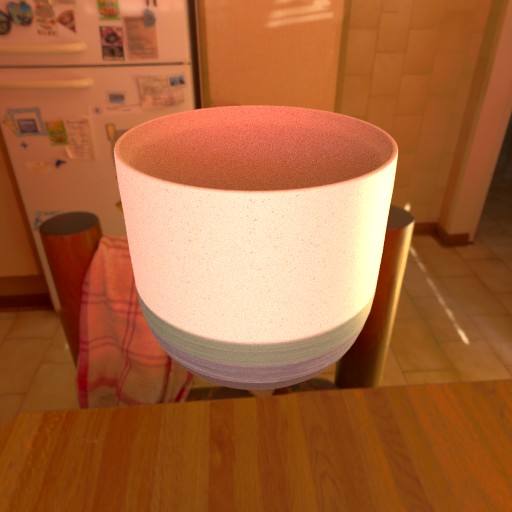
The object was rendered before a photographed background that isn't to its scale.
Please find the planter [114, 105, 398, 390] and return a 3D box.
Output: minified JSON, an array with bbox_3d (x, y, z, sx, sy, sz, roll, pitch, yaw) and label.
[{"bbox_3d":[0.000,0.000,0.499,0.268,0.270,0.268,0,32,0],"label":"planter"}]
